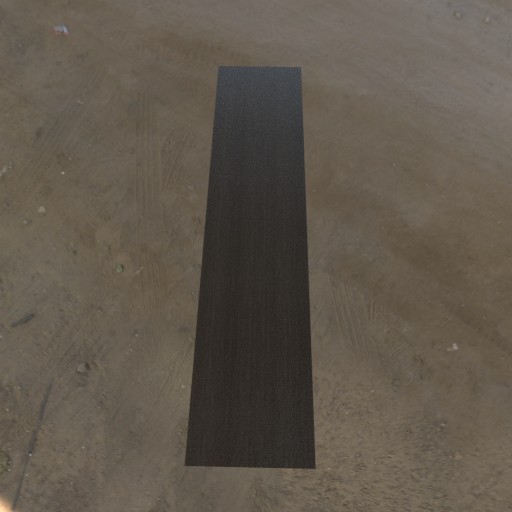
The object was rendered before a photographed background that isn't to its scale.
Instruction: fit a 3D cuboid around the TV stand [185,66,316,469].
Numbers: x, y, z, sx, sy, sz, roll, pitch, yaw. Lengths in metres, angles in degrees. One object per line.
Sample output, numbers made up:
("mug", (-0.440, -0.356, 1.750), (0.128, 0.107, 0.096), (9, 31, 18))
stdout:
("TV stand", (0.000, 0.000, 2.045), (0.406, 0.610, 1.778), (1, 63, 1))
